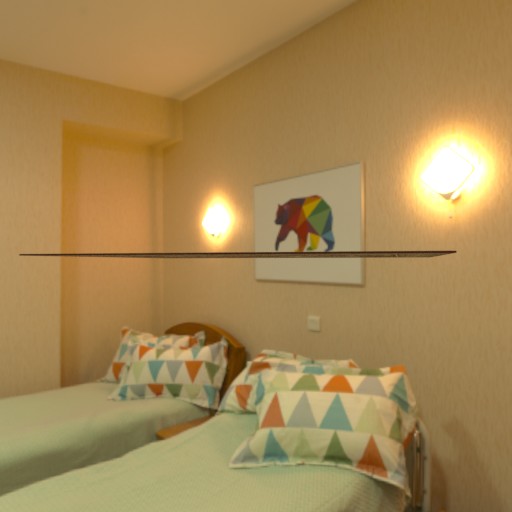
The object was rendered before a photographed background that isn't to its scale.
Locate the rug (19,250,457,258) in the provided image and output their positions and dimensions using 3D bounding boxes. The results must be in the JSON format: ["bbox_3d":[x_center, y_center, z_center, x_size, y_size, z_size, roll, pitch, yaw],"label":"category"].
[{"bbox_3d":[0.000,0.000,4.173,3.197,0.013,2.381,0,-1,18],"label":"rug"}]
